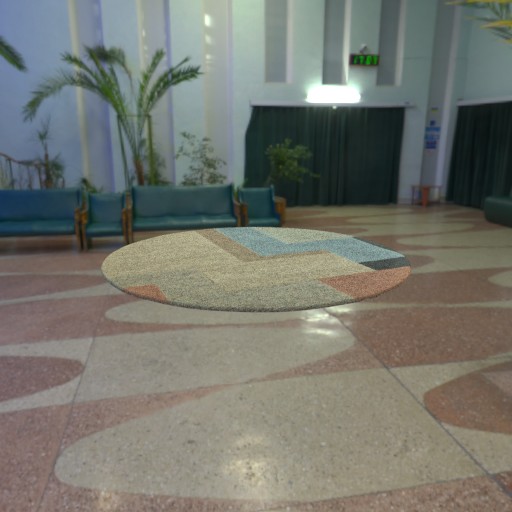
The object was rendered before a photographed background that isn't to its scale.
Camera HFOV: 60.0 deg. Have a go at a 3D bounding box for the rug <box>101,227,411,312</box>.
[{"bbox_3d":[0.000,0.000,3.706,2.461,0.033,2.461,0,15,0],"label":"rug"}]
